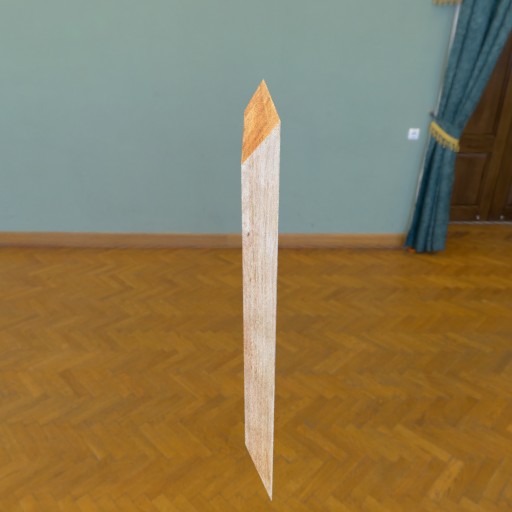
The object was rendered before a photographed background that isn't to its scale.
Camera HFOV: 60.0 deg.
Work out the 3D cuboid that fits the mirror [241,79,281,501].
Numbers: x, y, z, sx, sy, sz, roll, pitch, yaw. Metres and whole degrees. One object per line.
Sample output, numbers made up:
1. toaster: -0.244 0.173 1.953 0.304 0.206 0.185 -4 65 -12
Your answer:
1. mirror: 0.000 0.000 0.936 0.047 0.651 0.651 0 26 -1
